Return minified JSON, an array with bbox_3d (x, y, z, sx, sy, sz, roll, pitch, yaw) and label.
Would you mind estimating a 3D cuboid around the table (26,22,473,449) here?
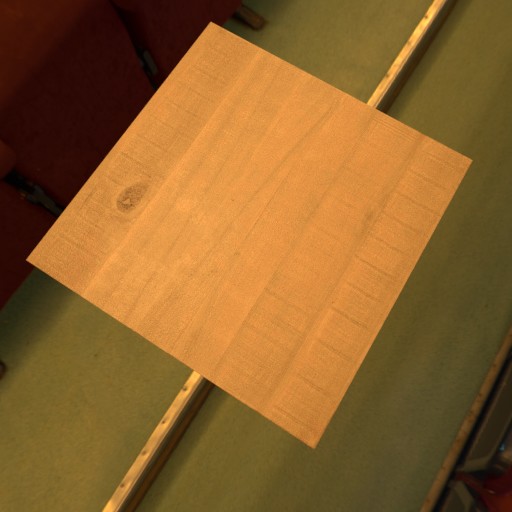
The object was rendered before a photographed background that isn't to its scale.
[{"bbox_3d":[0.000,0.000,0.974,0.503,0.589,0.507,31,78,8],"label":"table"}]
